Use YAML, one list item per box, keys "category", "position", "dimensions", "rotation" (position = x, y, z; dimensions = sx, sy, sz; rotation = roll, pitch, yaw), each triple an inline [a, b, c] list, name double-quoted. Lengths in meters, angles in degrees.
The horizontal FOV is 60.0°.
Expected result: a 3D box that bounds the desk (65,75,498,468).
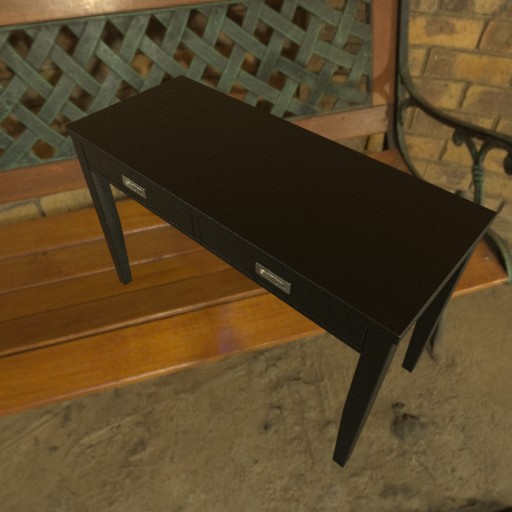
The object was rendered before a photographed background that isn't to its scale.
- category: "desk"
  position: [0.000, 0.000, 1.568]
  dimensions: [1.220, 0.775, 0.508]
  rotation: [33, 54, 28]
